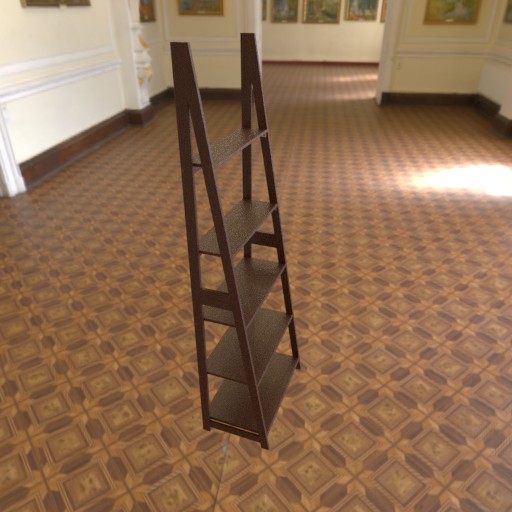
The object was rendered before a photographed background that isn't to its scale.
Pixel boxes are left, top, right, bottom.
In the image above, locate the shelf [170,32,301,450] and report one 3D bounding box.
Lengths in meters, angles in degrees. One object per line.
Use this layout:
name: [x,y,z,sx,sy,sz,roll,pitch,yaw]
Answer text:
shelf: [0.000,0.000,2.000,0.350,1.770,0.600,10,31,18]
